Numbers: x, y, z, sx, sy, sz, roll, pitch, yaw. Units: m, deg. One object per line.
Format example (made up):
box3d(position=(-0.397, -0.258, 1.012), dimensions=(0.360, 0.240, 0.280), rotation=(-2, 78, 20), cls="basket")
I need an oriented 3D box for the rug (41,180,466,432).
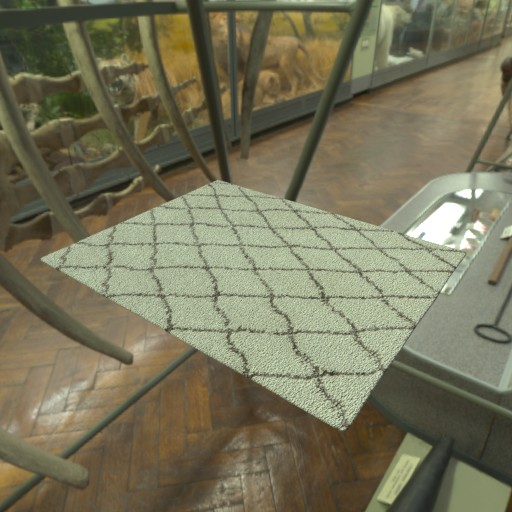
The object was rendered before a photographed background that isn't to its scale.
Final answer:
box3d(position=(0.000, 0.000, 4.037), dimensions=(3.047, 0.029, 2.438), rotation=(21, 37, 31), cls="rug")
